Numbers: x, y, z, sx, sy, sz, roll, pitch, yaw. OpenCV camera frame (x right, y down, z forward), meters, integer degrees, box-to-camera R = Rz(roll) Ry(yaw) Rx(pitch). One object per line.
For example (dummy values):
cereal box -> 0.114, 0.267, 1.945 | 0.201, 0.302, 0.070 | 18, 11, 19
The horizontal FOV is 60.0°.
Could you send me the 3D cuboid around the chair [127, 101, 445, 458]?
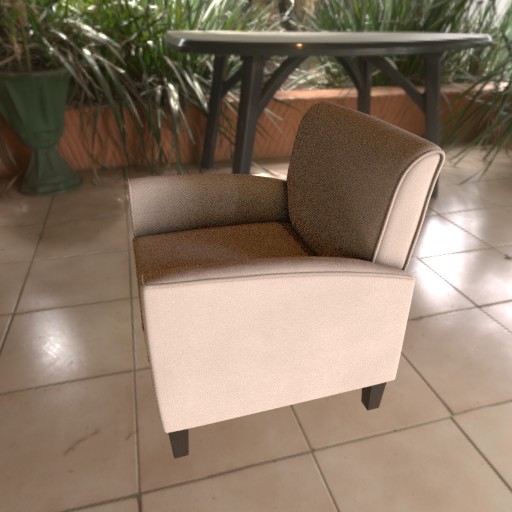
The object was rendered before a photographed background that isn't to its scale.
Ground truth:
chair -> 0.000, 0.000, 1.552 | 0.820, 0.915, 0.820 | -8, 30, -14
